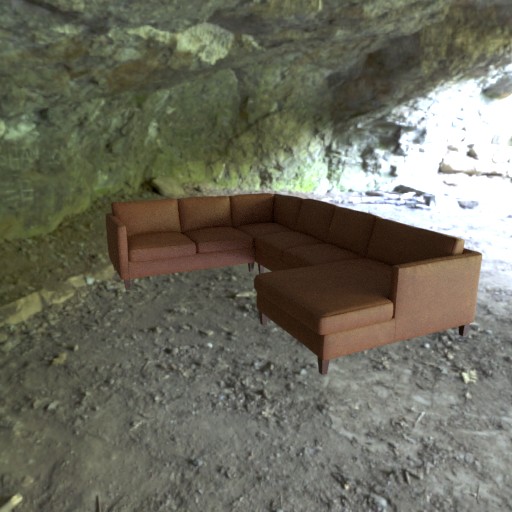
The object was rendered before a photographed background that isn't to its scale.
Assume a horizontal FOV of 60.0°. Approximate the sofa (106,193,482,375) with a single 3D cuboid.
[{"bbox_3d":[0.000,0.000,4.685,2.593,0.923,3.460,-7,17,-25],"label":"sofa"}]
